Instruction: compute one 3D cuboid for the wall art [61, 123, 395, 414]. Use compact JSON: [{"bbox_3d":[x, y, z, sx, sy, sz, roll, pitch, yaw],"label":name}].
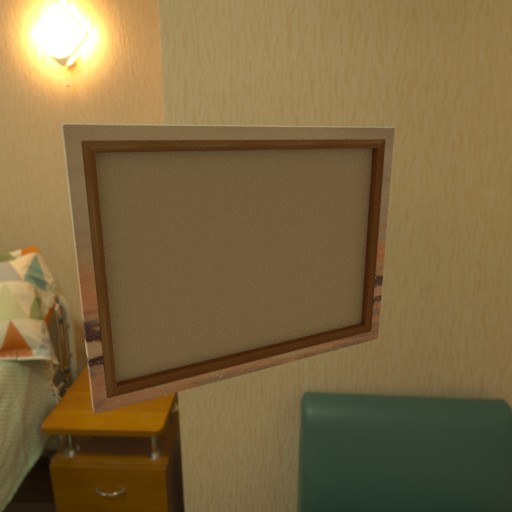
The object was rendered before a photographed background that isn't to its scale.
[{"bbox_3d":[0.000,0.000,1.352,1.015,0.763,0.038,-8,17,-26],"label":"wall art"}]
